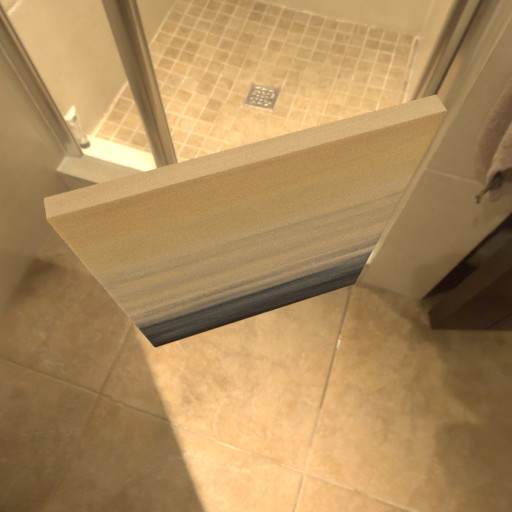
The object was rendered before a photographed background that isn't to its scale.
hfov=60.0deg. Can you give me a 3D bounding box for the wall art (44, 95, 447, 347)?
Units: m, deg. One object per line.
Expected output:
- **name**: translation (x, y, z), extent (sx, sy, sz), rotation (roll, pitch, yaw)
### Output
- **wall art**: translation (0.000, 0.000, 0.963), extent (0.608, 0.710, 0.041), rotation (-17, 66, -8)
